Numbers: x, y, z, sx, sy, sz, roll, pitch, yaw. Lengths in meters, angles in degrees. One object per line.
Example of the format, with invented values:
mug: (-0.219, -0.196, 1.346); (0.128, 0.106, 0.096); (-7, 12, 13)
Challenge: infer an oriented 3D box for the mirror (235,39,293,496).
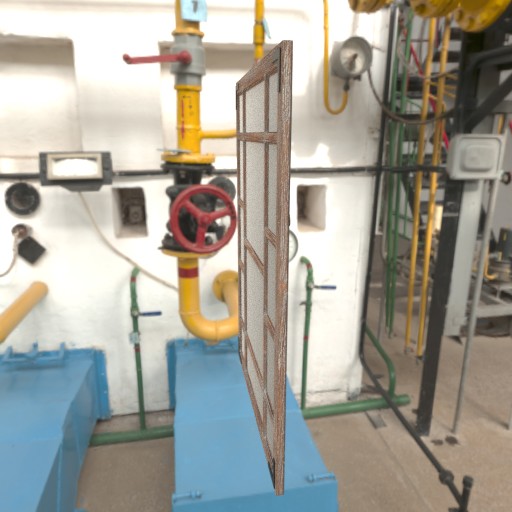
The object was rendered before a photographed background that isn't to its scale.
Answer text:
mirror: (0.000, 0.000, 1.262); (0.025, 0.996, 0.705); (-3, 16, -9)
